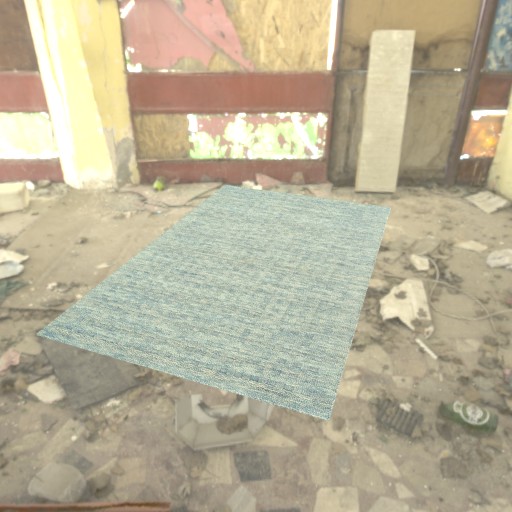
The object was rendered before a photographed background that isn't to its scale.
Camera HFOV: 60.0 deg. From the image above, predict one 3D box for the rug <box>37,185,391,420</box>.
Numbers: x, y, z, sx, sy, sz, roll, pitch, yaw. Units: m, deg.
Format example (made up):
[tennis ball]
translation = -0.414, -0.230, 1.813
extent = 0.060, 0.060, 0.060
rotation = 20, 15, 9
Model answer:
[rug]
translation = 0.000, 0.000, 2.243
extent = 1.142, 0.006, 1.752
rotation = 11, 31, 18
